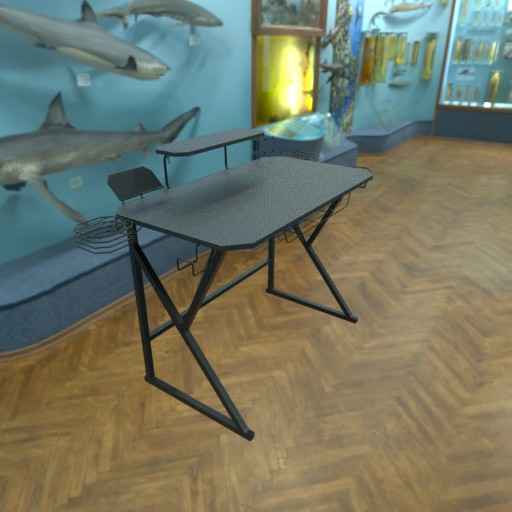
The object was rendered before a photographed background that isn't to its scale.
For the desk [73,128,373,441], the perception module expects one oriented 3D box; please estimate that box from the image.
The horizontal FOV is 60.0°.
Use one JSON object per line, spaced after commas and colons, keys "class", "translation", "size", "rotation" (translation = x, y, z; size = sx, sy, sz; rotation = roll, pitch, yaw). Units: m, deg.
{"class": "desk", "translation": [0.000, 0.000, 1.772], "size": [0.580, 0.880, 1.290], "rotation": [17, 30, 31]}
